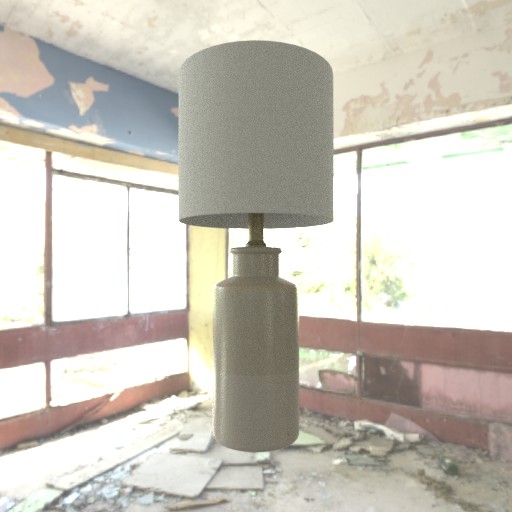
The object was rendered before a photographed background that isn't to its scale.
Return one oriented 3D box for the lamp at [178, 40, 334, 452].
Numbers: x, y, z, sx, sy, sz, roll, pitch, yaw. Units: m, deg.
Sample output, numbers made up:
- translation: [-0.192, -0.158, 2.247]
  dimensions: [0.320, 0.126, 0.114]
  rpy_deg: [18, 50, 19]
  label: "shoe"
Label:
- translation: [0.000, 0.000, 0.610]
  dimensions: [0.212, 0.493, 0.212]
  rpy_deg: [0, -2, -16]
  label: "lamp"
